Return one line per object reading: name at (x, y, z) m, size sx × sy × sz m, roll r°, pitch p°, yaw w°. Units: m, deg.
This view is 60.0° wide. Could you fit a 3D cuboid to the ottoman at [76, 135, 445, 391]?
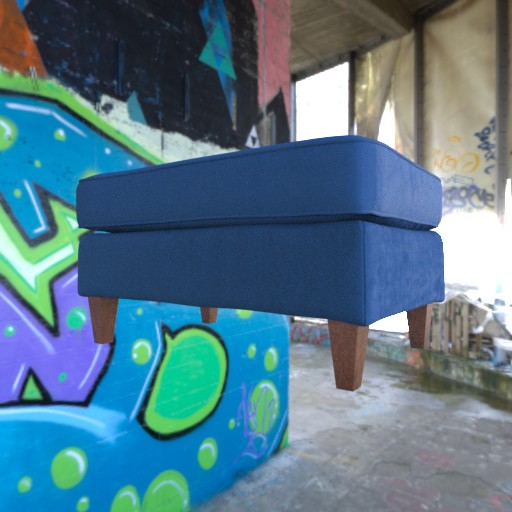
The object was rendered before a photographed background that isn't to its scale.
ottoman at (0.000, 0.000, 1.208) m, size 0.862 × 0.484 × 0.583 m, roll 0°, pitch 0°, yaw 35°
